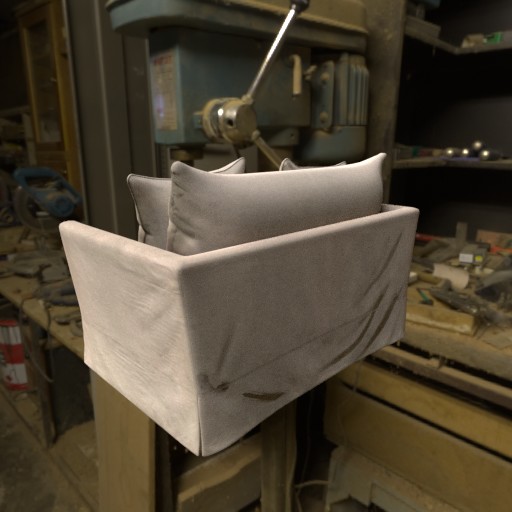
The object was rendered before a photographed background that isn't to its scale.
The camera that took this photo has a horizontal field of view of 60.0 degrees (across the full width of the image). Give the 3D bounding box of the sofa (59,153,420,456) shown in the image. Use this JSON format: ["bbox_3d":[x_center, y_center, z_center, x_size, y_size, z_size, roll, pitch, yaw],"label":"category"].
[{"bbox_3d":[0.000,0.000,2.301,1.608,1.040,1.035,-14,21,-42],"label":"sofa"}]
